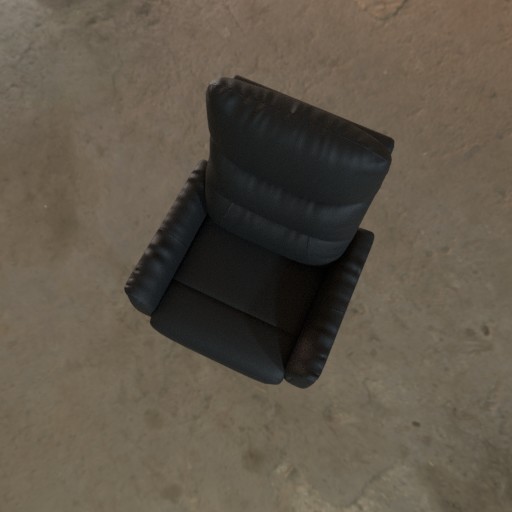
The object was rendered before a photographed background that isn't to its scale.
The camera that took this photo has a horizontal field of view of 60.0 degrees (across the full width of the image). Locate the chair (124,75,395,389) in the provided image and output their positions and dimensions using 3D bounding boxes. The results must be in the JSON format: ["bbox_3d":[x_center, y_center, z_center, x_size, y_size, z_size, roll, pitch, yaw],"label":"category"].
[{"bbox_3d":[0.000,0.000,1.650,0.775,1.082,0.831,24,78,6],"label":"chair"}]
